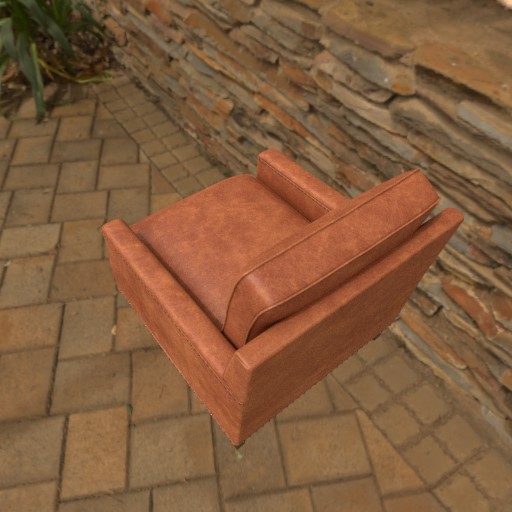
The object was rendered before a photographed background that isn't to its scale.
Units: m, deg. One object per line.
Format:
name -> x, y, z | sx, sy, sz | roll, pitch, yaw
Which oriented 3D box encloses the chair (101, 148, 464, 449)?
chair -> 0.000, 0.000, 1.690 | 0.853, 0.943, 1.014 | -30, 54, -25
